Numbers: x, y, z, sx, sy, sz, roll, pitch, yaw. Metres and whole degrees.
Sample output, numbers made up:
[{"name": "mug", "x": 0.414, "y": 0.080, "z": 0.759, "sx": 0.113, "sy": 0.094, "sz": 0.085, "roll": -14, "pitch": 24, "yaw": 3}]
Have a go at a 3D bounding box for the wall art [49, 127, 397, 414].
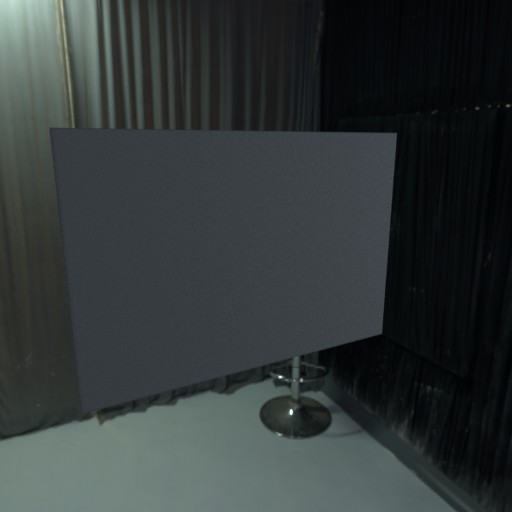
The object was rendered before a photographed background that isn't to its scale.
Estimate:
[{"name": "wall art", "x": 0.000, "y": 0.000, "z": 1.214, "sx": 0.964, "sy": 0.659, "sz": 0.049, "roll": -7, "pitch": 16, "yaw": -26}]
